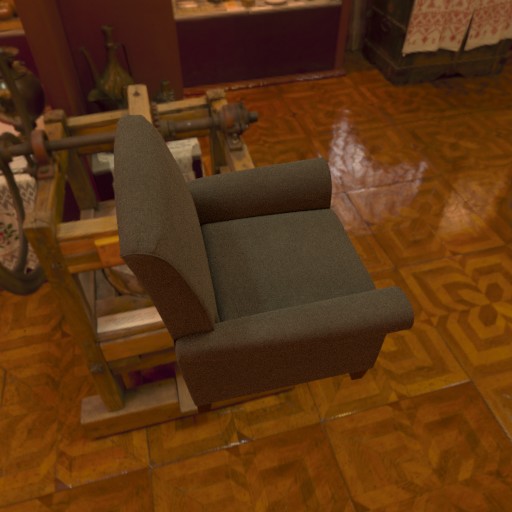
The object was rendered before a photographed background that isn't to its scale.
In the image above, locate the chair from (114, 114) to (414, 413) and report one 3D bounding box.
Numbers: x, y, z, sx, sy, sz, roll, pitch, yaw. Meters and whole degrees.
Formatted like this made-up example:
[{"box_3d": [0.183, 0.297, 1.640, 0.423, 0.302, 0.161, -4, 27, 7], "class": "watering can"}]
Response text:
[{"box_3d": [0.000, 0.000, 1.798, 0.905, 1.061, 0.978, -9, 47, -9], "class": "chair"}]
